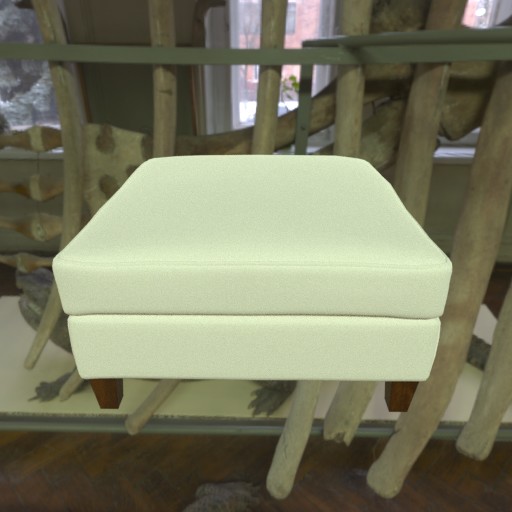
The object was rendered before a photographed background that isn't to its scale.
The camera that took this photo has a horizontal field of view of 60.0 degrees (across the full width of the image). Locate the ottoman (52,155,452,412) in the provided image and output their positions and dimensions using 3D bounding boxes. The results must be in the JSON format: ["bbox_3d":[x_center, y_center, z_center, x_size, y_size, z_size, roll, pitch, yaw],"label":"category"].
[{"bbox_3d":[0.000,0.000,1.333,0.838,0.479,0.838,0,27,1],"label":"ottoman"}]
